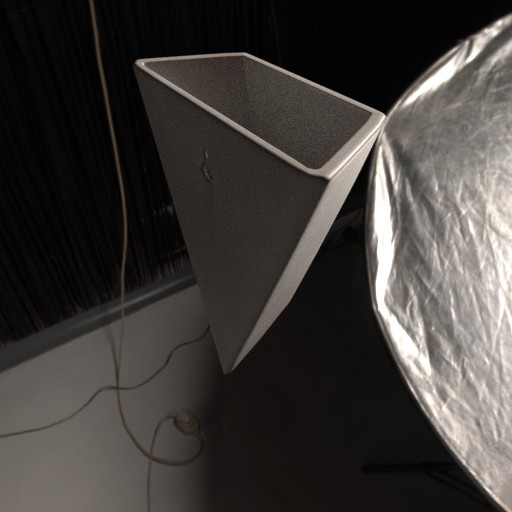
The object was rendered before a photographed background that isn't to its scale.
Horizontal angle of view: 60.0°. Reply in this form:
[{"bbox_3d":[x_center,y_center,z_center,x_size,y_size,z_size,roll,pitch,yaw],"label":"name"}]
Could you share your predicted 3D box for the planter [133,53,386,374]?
[{"bbox_3d":[0.000,0.000,0.266,0.060,0.197,0.150,-25,47,-26],"label":"planter"}]
